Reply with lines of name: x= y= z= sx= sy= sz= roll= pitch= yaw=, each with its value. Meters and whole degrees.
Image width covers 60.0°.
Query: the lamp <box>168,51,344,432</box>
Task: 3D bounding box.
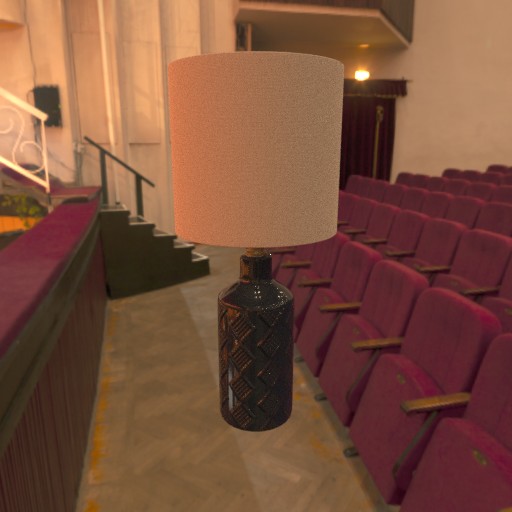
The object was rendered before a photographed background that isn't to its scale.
lamp: x=0.000 y=0.000 z=0.585 sx=0.207 sy=0.461 sz=0.207 roll=-2 pitch=14 yaw=-9
